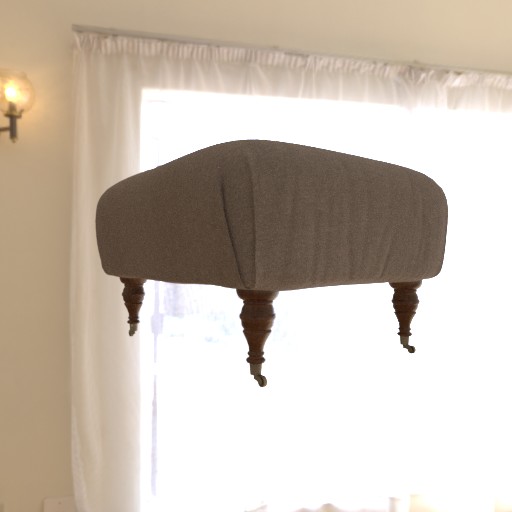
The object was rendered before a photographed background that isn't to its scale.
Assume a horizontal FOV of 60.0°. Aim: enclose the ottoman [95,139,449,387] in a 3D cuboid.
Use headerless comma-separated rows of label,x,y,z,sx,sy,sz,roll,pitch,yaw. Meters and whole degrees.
ottoman,0.000,0.000,1.122,0.622,0.450,0.747,0,0,-37
